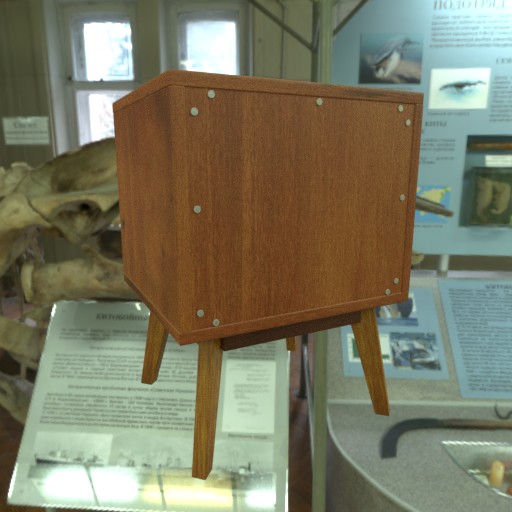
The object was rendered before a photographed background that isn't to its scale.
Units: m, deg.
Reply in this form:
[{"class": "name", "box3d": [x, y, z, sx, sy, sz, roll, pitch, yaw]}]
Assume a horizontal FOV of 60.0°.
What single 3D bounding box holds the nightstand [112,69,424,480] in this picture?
[{"class": "nightstand", "box3d": [0.000, 0.000, 0.913, 0.460, 0.618, 0.411, -6, 14, -27]}]
